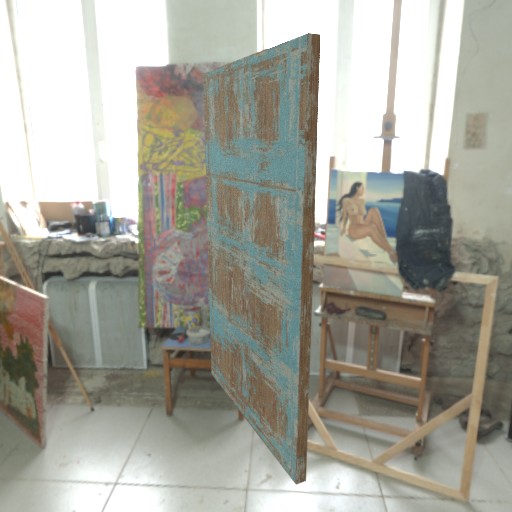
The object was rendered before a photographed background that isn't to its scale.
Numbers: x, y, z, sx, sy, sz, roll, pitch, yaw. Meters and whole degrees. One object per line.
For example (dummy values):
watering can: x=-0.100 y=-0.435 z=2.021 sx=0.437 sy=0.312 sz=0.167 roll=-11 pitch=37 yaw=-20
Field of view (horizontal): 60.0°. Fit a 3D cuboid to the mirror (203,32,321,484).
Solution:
mirror: x=0.000 y=0.000 z=1.474 sx=0.083 sy=1.213 sz=0.707 roll=-7 pitch=16 yaw=-25
